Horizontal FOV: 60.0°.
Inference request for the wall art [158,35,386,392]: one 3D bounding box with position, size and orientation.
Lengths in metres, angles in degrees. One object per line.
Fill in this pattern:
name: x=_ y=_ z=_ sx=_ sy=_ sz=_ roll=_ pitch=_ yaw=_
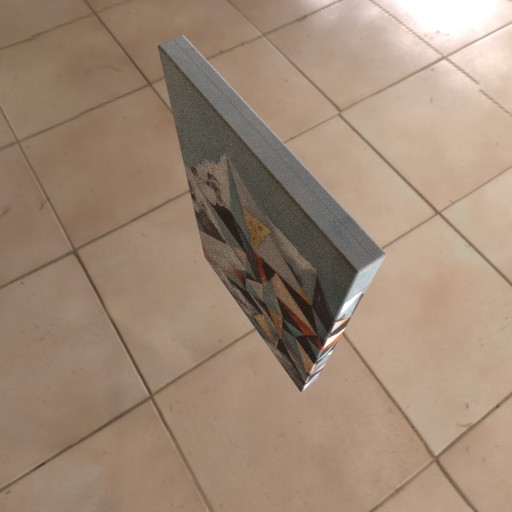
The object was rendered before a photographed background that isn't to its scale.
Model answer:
wall art: x=0.000 y=0.000 z=1.174 sx=0.061 sy=0.911 sz=0.609 roll=-31 pitch=67 yaw=-15
